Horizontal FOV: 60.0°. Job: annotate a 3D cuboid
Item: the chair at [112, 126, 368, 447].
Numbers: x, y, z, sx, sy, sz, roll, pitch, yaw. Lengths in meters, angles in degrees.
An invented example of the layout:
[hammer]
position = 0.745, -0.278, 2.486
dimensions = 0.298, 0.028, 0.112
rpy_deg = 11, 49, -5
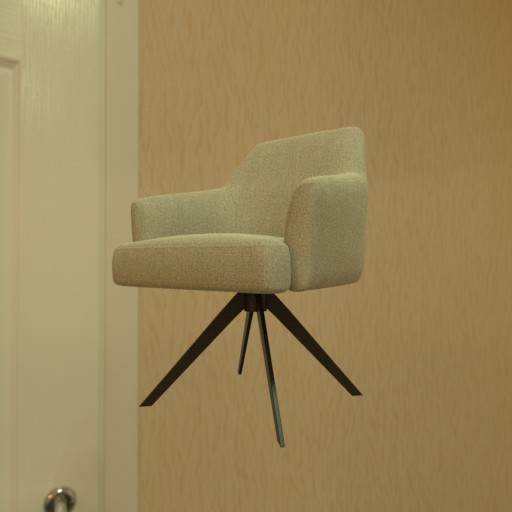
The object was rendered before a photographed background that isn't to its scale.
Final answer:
[chair]
position = 0.000, 0.000, 1.348
dimensions = 0.642, 0.874, 0.677
rpy_deg = 0, -1, 35
